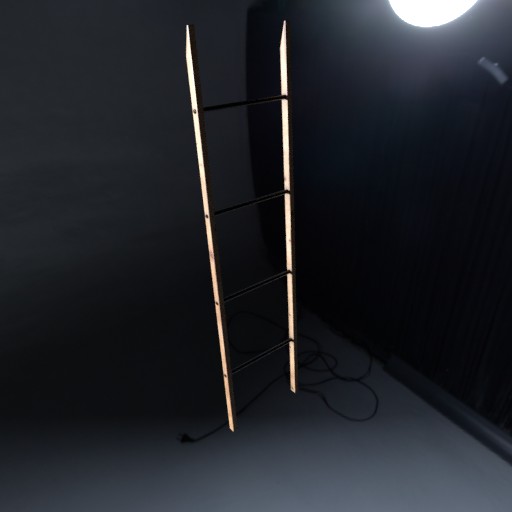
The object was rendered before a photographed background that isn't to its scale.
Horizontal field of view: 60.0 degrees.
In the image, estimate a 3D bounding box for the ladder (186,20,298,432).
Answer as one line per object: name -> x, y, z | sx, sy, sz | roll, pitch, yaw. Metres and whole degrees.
ladder -> 0.000, 0.000, 1.942 | 0.442, 1.805, 0.200 | -22, 37, -32
